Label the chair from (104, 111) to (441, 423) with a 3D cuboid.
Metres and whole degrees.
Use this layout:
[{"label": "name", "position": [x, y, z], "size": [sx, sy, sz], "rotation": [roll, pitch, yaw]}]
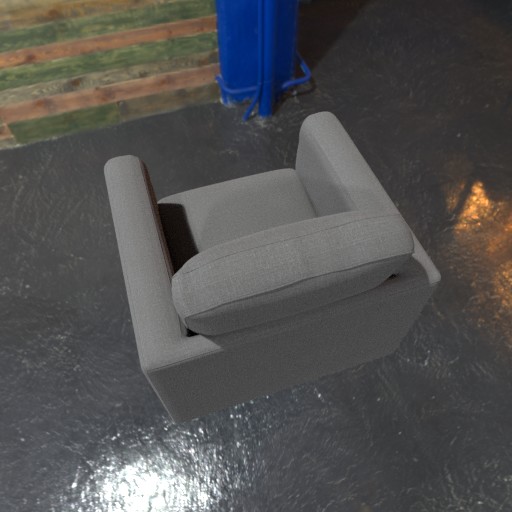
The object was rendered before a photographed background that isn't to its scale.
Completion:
[{"label": "chair", "position": [0.000, 0.000, 1.553], "size": [0.854, 0.927, 0.800], "rotation": [-15, 58, -10]}]
